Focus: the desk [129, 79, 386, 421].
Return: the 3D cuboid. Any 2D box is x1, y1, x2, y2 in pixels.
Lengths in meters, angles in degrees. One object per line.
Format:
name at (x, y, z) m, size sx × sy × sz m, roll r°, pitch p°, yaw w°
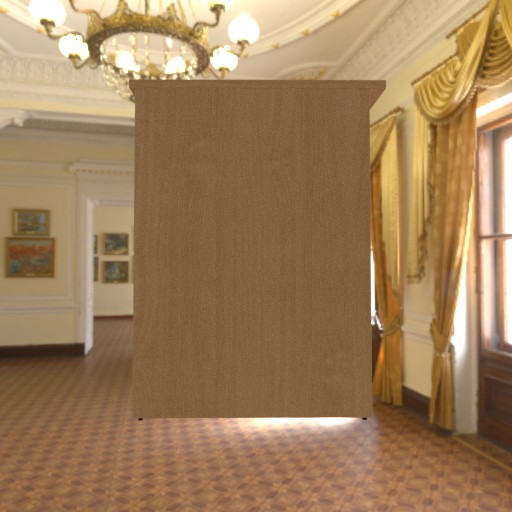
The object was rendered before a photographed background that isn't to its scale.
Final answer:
desk at (0.000, 0.000, 1.502) m, size 0.560 × 0.735 × 1.097 m, roll 0°, pitch -2°, yaw 0°
